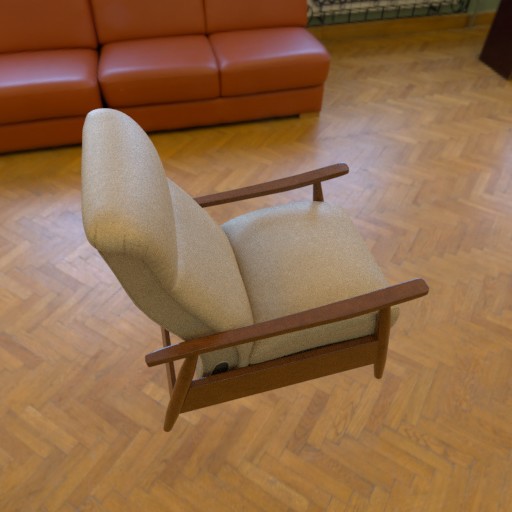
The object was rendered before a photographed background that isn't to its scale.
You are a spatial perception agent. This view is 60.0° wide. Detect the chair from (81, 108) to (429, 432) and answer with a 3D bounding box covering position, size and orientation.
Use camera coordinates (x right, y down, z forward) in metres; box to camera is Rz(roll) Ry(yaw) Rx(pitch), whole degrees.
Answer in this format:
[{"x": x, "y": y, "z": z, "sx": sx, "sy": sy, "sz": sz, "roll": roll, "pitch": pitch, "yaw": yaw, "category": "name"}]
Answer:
[{"x": 0.000, "y": 0.000, "z": 1.724, "sx": 1.030, "sy": 1.082, "sz": 0.762, "roll": -11, "pitch": 48, "yaw": -10, "category": "chair"}]
